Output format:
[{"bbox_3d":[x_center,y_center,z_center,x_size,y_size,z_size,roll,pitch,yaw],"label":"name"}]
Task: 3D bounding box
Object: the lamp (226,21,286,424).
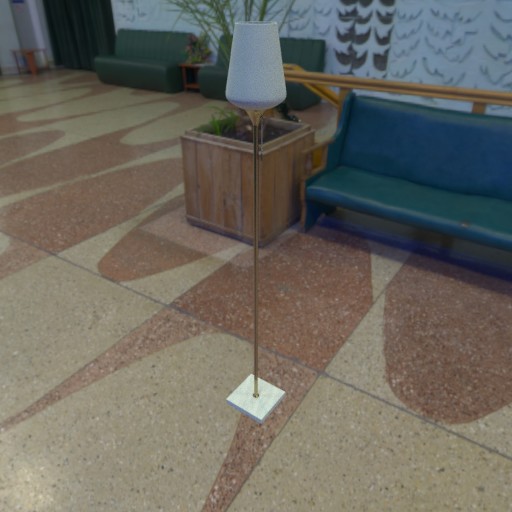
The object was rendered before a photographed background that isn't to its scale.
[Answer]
[{"bbox_3d":[0.000,0.000,1.945,0.232,1.813,0.229,20,36,30],"label":"lamp"}]
